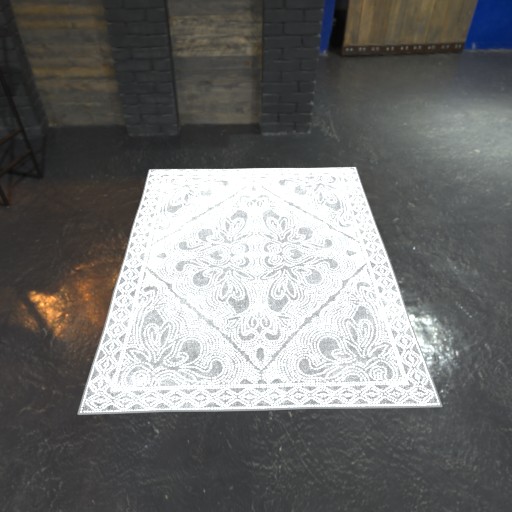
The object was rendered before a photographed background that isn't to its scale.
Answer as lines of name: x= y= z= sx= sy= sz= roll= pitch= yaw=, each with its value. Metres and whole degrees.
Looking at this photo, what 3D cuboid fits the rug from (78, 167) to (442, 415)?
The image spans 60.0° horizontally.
rug: x=0.000 y=0.000 z=4.045 sx=2.438 sy=0.012 sz=3.048 roll=-1 pitch=42 yaw=-1
